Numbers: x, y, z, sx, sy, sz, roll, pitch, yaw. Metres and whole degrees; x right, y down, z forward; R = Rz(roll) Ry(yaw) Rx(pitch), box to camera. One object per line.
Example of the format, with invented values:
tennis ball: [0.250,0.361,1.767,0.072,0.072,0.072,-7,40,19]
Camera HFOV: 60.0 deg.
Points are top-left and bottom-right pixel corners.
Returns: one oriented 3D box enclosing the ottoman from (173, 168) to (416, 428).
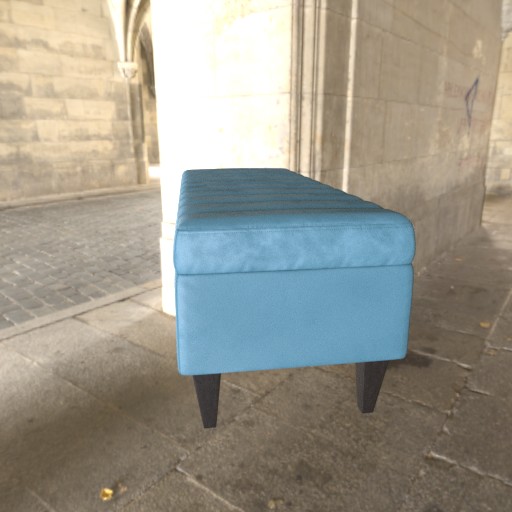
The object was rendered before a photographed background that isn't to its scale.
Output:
ottoman: [0.000,0.000,1.419,0.482,0.469,1.151,-2,16,-8]
